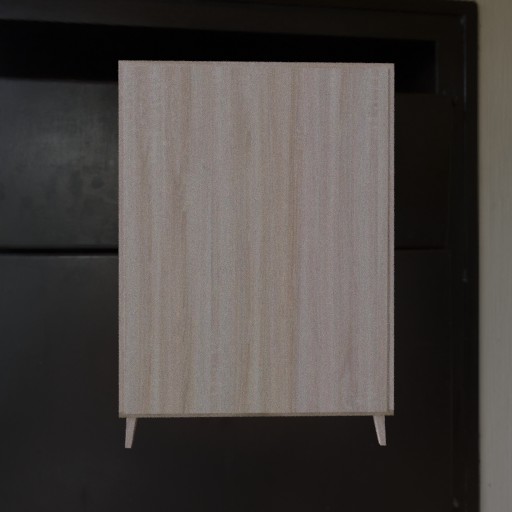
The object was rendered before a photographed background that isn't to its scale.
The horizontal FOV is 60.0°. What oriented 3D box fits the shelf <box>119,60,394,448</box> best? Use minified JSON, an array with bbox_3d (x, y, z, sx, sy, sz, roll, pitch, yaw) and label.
[{"bbox_3d":[0.000,0.000,1.818,0.995,1.405,0.434,0,0,-1],"label":"shelf"}]
